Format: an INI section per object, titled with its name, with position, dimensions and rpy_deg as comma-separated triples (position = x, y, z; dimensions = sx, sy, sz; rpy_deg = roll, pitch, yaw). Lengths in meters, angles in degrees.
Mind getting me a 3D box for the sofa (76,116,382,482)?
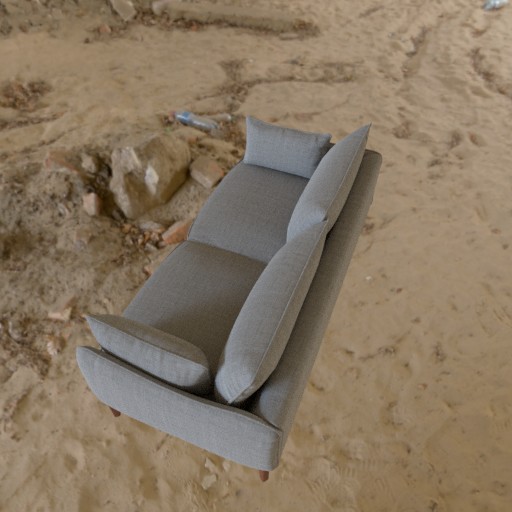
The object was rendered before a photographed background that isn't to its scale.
[sofa]
position = 0.000, 0.000, 2.460
dimensions = 0.972, 0.851, 1.989
rpy_deg = 17, 49, 15
